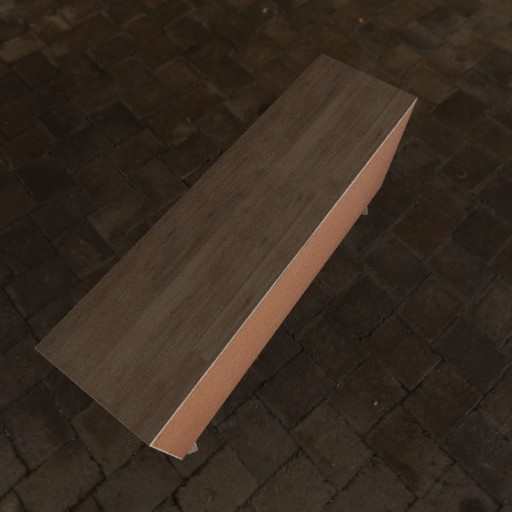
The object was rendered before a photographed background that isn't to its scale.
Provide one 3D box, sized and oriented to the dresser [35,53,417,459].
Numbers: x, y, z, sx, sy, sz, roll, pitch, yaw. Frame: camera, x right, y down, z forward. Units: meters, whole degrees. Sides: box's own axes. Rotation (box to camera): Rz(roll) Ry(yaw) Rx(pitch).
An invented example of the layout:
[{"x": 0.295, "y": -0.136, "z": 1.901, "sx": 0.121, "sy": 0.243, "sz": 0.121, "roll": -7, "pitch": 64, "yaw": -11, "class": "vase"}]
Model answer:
[{"x": 0.000, "y": 0.000, "z": 1.896, "sx": 0.455, "sy": 0.788, "sz": 1.602, "roll": 33, "pitch": 67, "yaw": 16, "class": "dresser"}]
